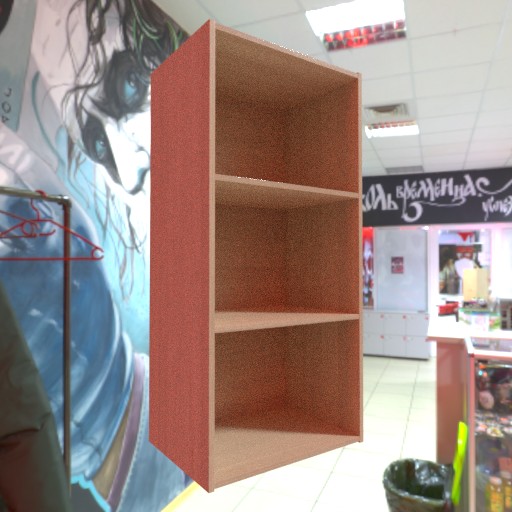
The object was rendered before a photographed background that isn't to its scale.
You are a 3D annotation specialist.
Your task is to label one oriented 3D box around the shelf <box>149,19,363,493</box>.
[{"bbox_3d":[0.000,0.000,1.056,0.417,0.876,0.292,1,-1,-35],"label":"shelf"}]
